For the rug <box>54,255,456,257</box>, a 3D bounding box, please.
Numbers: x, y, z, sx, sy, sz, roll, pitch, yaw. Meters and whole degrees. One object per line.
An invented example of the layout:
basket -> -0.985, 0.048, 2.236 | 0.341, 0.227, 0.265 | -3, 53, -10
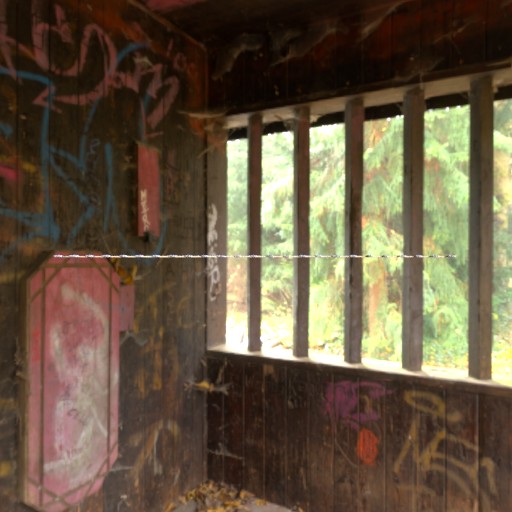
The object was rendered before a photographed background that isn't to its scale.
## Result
rug -> 0.000, 0.000, 4.401 | 2.471, 0.016, 3.416 | 0, 0, 0
